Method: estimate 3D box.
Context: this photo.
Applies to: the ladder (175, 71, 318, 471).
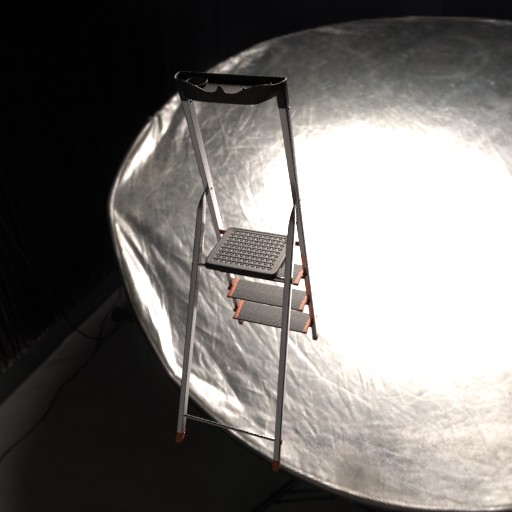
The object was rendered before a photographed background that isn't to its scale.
[{"bbox_3d":[0.000,0.000,1.770,0.452,1.429,0.834,9,33,15],"label":"ladder"}]
